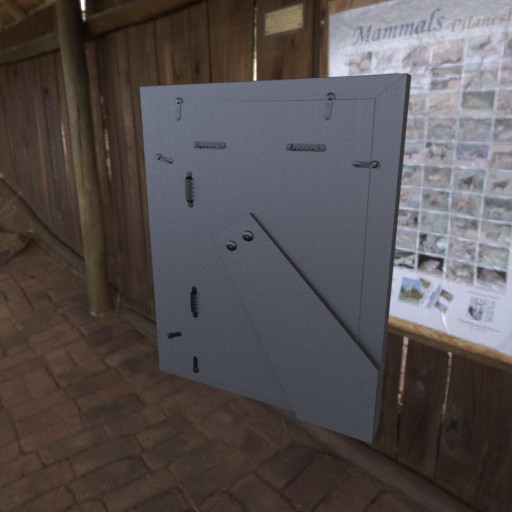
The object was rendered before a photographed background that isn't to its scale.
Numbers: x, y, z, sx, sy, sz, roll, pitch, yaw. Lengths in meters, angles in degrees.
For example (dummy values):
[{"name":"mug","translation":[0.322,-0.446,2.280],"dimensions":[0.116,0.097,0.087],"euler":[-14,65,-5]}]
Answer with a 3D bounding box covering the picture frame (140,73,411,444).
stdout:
[{"name":"picture frame","translation":[0.000,0.000,0.519],"dimensions":[0.307,0.383,0.036],"euler":[8,19,26]}]
